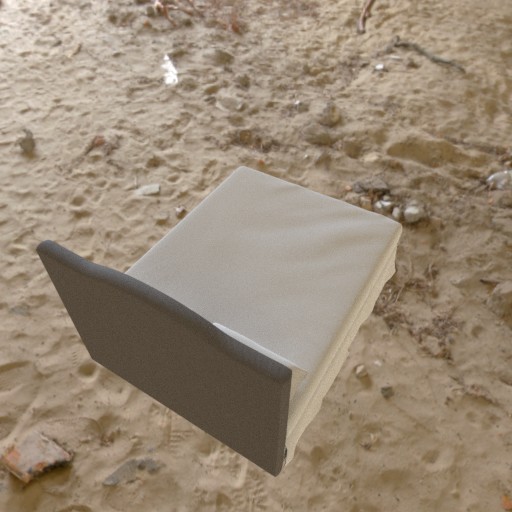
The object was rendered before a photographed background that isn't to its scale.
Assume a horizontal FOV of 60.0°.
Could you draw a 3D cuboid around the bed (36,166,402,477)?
[{"bbox_3d":[0.000,0.000,3.454,1.821,1.436,2.282,24,51,21],"label":"bed"}]
